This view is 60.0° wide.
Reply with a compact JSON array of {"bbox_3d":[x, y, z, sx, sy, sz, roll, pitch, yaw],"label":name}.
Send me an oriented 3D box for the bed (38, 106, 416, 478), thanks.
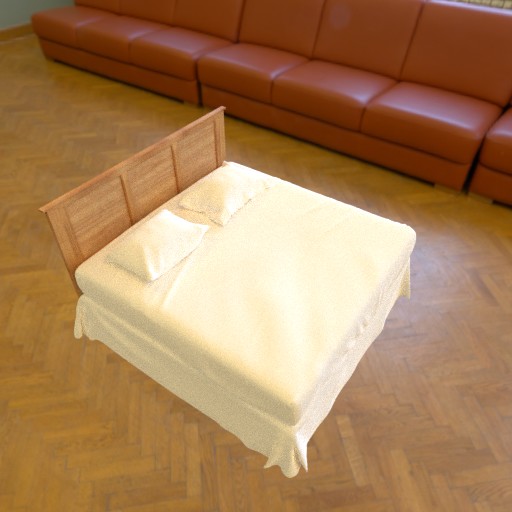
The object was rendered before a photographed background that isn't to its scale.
[{"bbox_3d":[0.000,0.000,3.584,2.215,1.270,2.317,25,48,25],"label":"bed"}]
